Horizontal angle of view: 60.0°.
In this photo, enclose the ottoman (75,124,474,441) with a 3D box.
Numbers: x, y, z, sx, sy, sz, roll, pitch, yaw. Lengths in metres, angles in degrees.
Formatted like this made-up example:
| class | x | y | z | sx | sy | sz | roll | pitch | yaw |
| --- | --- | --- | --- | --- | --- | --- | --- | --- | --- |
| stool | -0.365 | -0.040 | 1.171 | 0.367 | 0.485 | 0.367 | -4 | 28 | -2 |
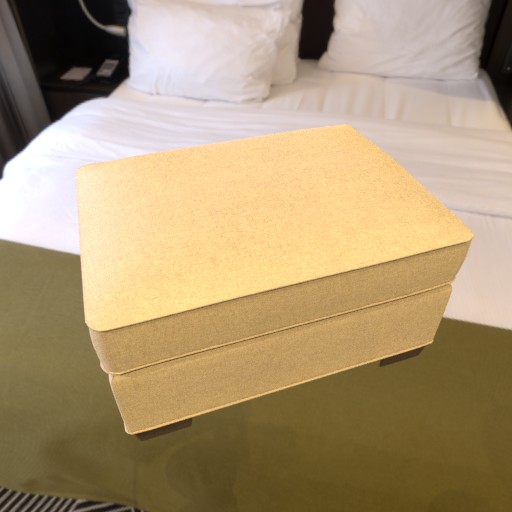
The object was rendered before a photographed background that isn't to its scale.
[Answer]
| class | x | y | z | sx | sy | sz | roll | pitch | yaw |
| --- | --- | --- | --- | --- | --- | --- | --- | --- | --- |
| ottoman | 0.000 | 0.000 | 1.221 | 0.843 | 0.504 | 0.619 | -13 | 43 | -14 |
